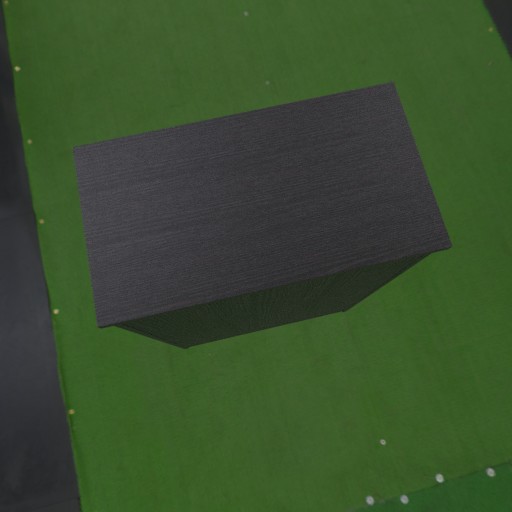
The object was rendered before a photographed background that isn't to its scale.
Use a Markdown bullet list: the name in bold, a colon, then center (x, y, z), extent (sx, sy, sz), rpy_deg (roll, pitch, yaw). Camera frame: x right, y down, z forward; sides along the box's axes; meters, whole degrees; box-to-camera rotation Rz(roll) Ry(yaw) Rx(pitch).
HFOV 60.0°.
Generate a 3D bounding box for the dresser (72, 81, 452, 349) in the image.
- **dresser**: center (0.000, 0.000, 1.396), extent (0.704, 1.020, 0.399), rpy_deg (-13, 76, -3)
